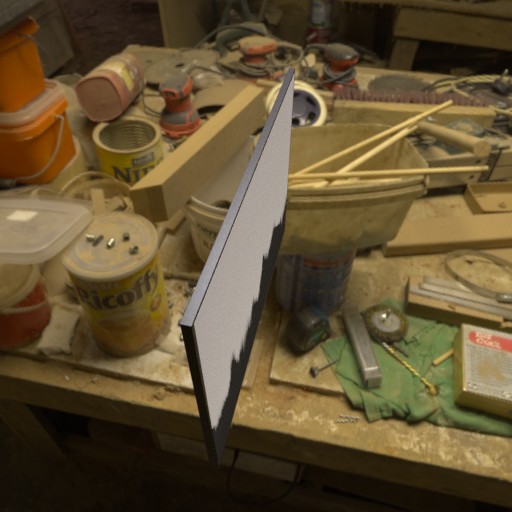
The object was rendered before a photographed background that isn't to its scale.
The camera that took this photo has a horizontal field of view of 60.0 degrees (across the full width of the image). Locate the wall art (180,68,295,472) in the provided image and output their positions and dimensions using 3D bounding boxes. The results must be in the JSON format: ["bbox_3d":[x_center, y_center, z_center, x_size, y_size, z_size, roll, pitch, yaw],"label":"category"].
[{"bbox_3d":[0.000,0.000,1.248,0.019,0.660,0.957,10,47,9],"label":"wall art"}]
